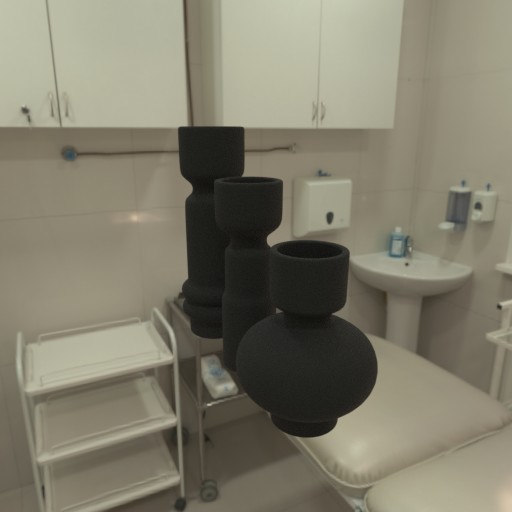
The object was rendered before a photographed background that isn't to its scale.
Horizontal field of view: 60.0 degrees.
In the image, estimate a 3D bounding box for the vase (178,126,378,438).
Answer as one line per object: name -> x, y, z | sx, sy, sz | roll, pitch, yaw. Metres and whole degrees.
vase -> 0.000, 0.000, 0.441 | 0.120, 0.249, 0.307 | -8, 18, -26
